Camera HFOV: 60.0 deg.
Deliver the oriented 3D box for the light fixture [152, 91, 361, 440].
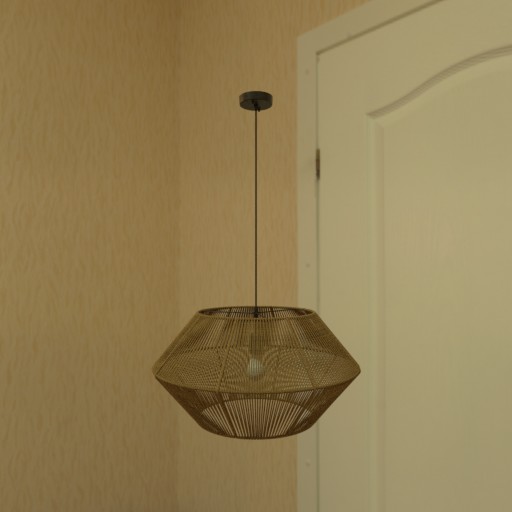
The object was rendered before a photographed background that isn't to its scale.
[{"bbox_3d":[0.000,0.000,1.400,0.643,1.009,0.643,0,-1,0],"label":"light fixture"}]
